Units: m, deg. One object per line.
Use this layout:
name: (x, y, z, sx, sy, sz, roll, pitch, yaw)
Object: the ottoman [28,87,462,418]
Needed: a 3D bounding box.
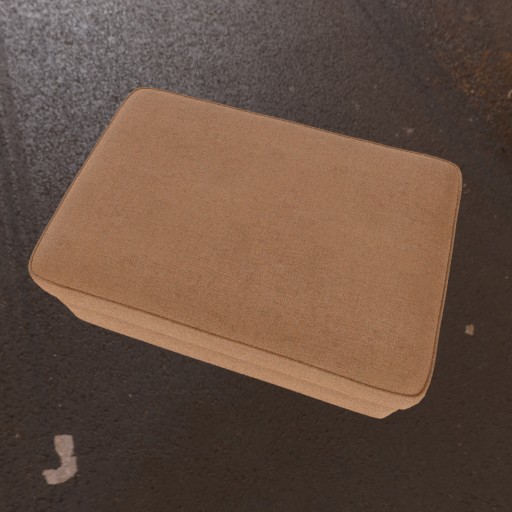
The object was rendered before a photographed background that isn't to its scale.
ottoman: (0.000, 0.000, 1.161, 0.862, 0.484, 0.583, 16, 65, 8)
